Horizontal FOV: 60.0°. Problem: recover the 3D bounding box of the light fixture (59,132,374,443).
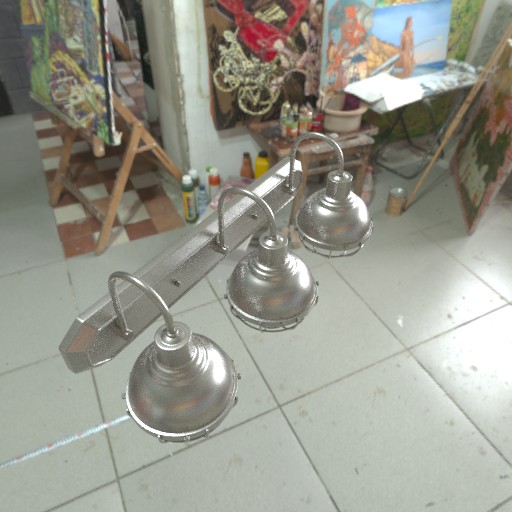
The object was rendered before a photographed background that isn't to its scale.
[{"bbox_3d":[0.000,0.000,0.762,0.229,0.254,0.634,25,47,25],"label":"light fixture"}]
